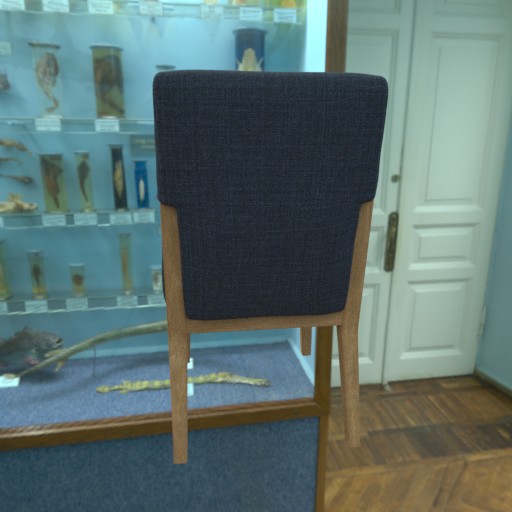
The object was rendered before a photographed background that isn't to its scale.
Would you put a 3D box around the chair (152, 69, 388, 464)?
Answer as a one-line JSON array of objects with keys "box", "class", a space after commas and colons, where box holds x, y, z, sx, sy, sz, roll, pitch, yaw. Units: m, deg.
[{"box": [0.000, 0.000, 1.262, 0.507, 0.911, 0.586, -2, 15, -7], "class": "chair"}]
